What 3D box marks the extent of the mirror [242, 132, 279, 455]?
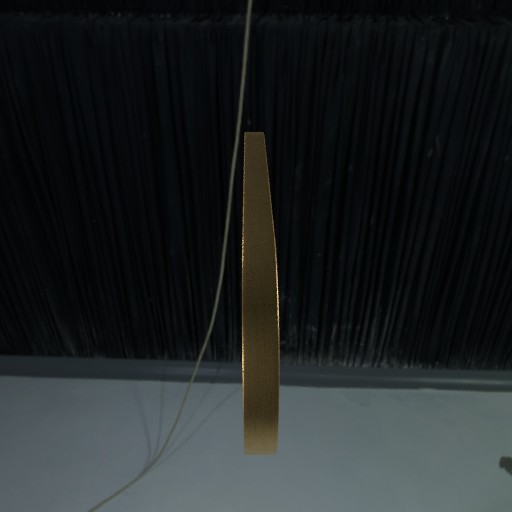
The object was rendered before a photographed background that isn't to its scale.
[{"bbox_3d":[0.000,0.000,0.645,0.032,0.254,0.584,0,32,-1],"label":"mirror"}]
